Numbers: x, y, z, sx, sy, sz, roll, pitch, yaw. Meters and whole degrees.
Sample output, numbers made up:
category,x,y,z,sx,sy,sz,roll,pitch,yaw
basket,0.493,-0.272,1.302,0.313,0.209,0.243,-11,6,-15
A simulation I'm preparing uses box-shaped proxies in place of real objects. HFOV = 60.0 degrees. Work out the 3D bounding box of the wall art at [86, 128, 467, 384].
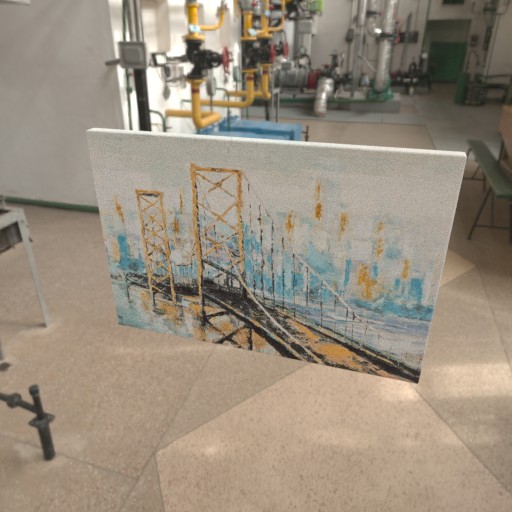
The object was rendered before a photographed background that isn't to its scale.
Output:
category,x,y,z,sx,sy,sz,roll,pitch,yaw
wall art,0.000,0.000,1.176,0.913,0.609,0.038,8,28,15
